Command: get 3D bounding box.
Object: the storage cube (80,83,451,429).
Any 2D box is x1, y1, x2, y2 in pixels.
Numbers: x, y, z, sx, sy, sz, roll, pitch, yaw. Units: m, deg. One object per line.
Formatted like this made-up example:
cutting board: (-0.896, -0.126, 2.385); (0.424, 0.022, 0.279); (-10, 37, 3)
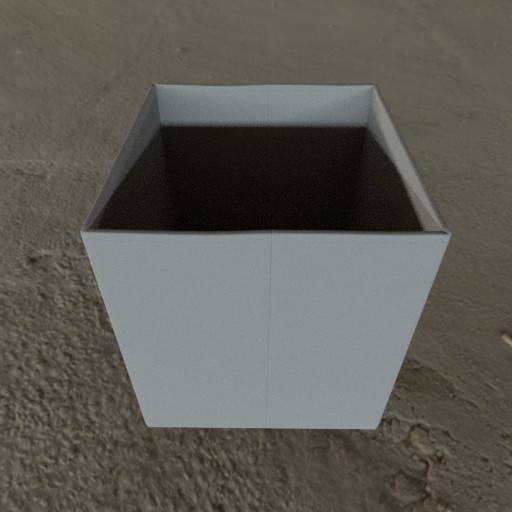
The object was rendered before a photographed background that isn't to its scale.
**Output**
storage cube: (0.000, 0.000, 0.490); (0.270, 0.280, 0.270); (0, 42, 0)
